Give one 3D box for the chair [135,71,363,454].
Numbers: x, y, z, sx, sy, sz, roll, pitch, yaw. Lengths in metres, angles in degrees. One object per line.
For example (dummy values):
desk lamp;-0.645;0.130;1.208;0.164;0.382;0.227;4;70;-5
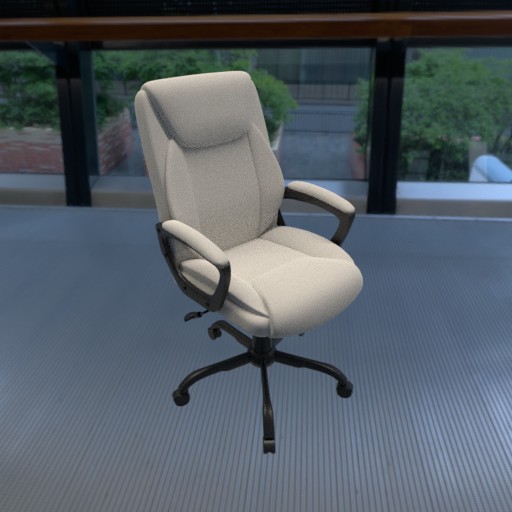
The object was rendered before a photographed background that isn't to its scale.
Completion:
chair;0.000;0.000;1.465;0.663;1.065;0.669;-23;37;-33
